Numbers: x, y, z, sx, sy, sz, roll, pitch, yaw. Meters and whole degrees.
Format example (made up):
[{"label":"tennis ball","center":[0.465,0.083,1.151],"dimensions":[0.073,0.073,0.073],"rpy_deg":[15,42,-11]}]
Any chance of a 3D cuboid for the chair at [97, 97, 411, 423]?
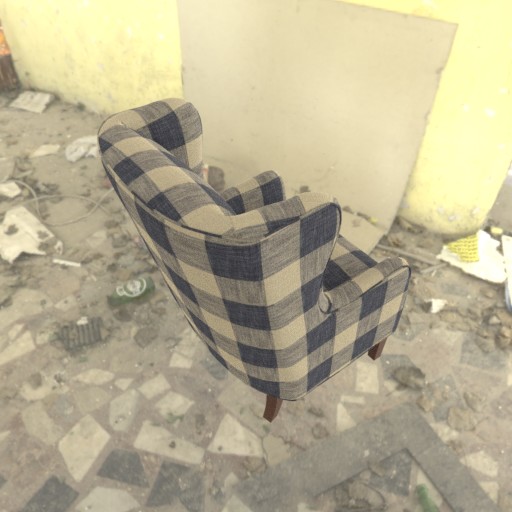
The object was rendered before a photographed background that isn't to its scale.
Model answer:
[{"label":"chair","center":[0.000,0.000,1.690],"dimensions":[0.889,1.041,0.830],"rpy_deg":[-25,47,-26]}]
